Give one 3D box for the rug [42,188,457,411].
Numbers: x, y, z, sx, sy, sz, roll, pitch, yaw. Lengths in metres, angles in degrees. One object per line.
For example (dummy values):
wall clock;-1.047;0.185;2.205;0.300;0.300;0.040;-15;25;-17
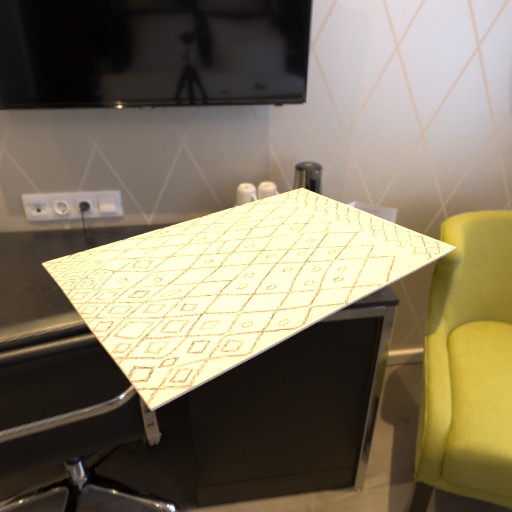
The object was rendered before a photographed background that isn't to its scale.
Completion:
rug;0.000;0.000;2.341;1.828;0.015;1.222;-21;35;-33
